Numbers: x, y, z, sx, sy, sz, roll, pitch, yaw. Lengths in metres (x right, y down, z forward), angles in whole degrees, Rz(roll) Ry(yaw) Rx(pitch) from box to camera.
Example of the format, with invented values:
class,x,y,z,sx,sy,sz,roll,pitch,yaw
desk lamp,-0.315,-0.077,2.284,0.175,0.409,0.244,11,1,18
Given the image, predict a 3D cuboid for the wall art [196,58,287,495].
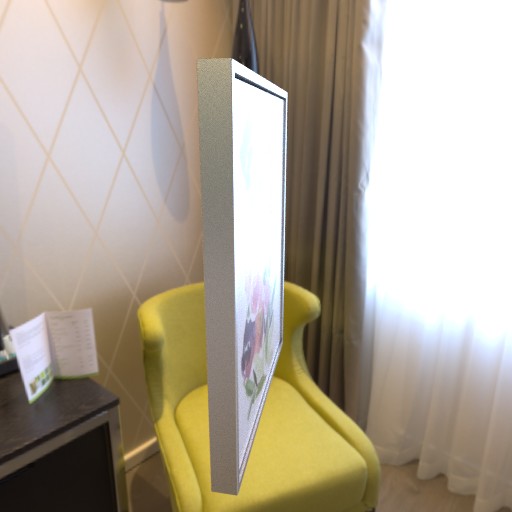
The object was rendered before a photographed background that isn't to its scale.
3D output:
class,x,y,z,sx,sy,sz,roll,pitch,yaw
wall art,0.000,0.000,0.744,0.038,0.549,0.452,3,16,11
